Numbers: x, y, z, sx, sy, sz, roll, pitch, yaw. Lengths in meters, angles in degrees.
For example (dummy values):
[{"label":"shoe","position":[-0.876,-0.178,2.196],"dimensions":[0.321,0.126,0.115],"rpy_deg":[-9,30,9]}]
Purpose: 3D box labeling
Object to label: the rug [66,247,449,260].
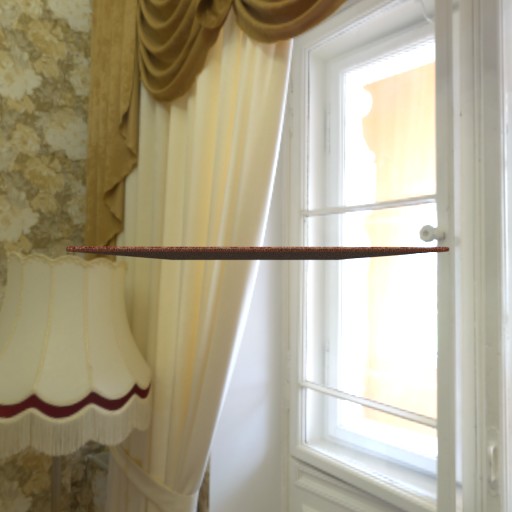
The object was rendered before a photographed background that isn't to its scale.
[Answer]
[{"label":"rug","position":[0.000,0.000,2.315],"dimensions":[1.219,0.016,1.829],"rpy_deg":[0,-1,0]}]
